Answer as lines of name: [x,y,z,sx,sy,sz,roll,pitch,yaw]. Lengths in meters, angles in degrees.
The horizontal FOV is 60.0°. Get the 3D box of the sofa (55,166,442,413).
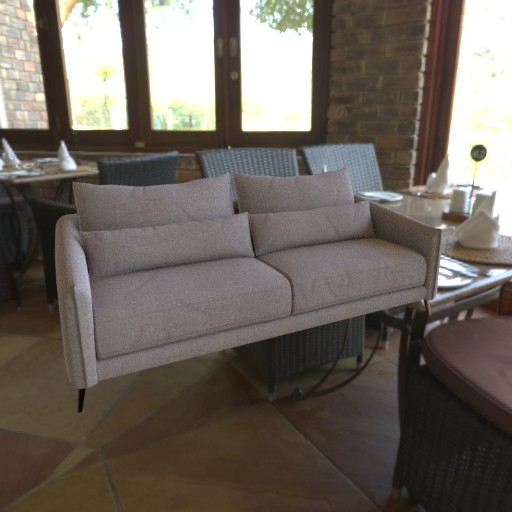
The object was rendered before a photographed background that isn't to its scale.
sofa: [0.000,0.000,2.395,2.022,0.833,0.809,-9,19,-27]
